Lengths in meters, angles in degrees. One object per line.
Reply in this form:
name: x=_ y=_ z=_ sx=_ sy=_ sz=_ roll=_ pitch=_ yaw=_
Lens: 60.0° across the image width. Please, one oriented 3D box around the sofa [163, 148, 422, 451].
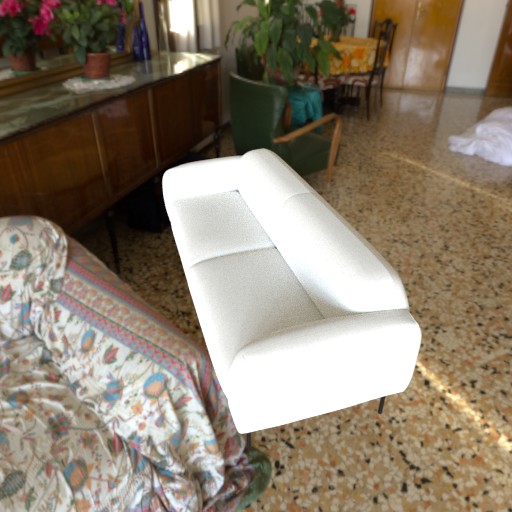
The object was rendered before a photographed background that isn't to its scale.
sofa: x=0.000 y=0.000 z=2.751 sx=0.880 sy=0.780 sz=2.257 roll=-9 pitch=33 yaw=-15
